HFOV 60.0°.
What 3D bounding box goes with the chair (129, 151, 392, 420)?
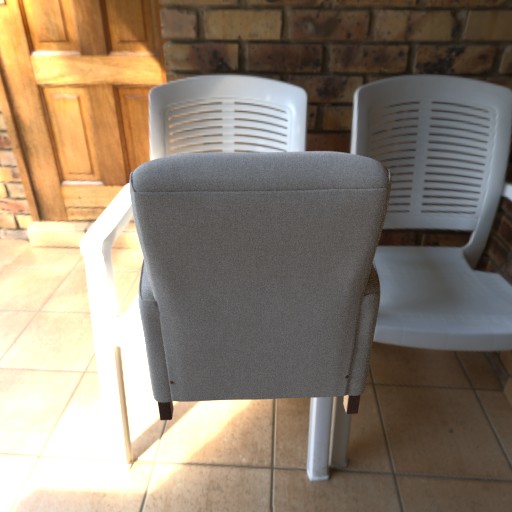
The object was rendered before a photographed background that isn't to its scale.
[{"bbox_3d":[0.000,0.000,1.722,0.845,1.023,0.859,-1,30,-2],"label":"chair"}]
